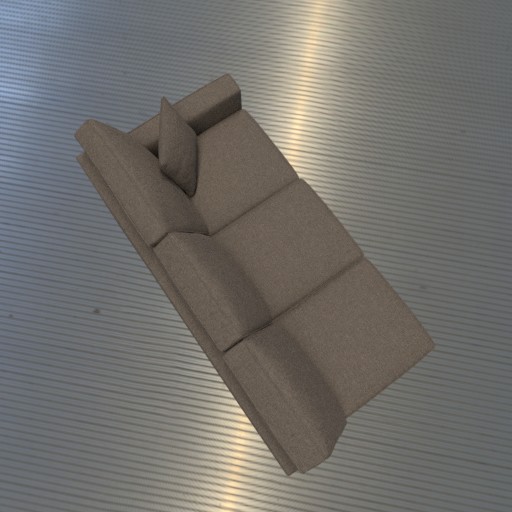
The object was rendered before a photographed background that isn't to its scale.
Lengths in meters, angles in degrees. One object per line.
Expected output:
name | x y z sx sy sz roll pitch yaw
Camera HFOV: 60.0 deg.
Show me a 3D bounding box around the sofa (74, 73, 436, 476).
sofa | 0.000 0.000 2.494 1.034 0.946 1.963 -34 78 -9
